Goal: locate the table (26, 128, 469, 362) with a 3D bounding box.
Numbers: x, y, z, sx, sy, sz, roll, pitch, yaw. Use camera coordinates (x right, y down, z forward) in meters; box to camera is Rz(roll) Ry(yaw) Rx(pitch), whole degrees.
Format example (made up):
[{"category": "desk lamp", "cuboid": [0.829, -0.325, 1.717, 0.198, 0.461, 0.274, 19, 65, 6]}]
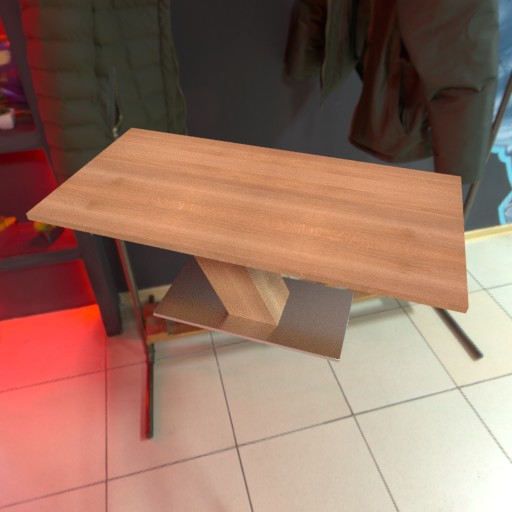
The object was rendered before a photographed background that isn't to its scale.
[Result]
[{"category": "table", "cuboid": [0.000, 0.000, 2.277, 1.800, 0.750, 0.900, 12, 42, 13]}]
